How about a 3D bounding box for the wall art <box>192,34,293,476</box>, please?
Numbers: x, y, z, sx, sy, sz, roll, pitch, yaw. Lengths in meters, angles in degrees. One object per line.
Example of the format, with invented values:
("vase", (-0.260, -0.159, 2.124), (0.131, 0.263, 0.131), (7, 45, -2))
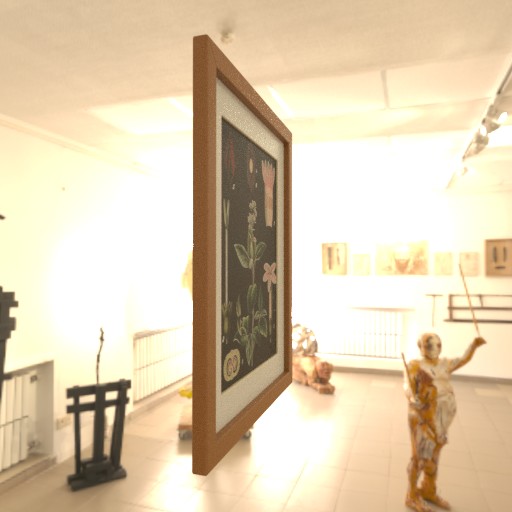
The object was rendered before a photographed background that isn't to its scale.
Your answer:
("wall art", (0.000, 0.000, 0.528), (0.015, 0.379, 0.310), (0, -1, 18))
